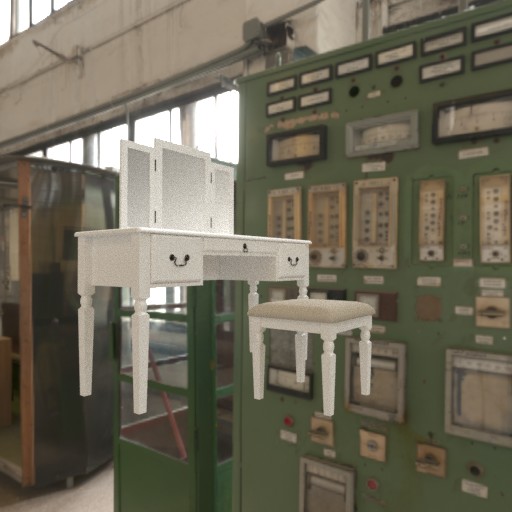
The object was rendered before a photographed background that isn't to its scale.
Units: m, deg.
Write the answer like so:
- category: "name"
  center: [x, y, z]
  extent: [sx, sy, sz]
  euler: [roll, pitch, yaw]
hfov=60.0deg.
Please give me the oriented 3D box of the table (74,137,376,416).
- category: "table"
  center: [0.000, 0.000, 2.277]
  extent: [1.115, 1.310, 1.369]
  euler: [-1, -1, 38]
